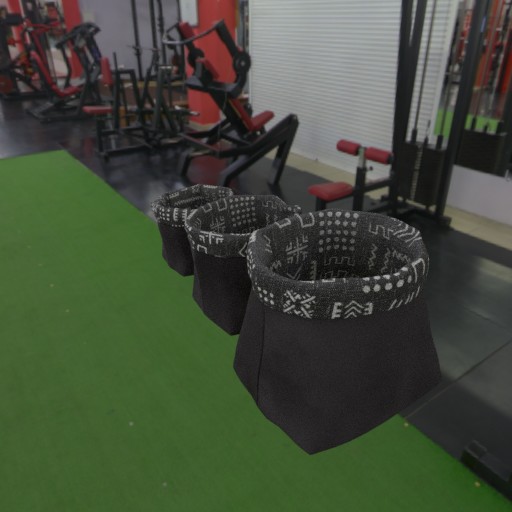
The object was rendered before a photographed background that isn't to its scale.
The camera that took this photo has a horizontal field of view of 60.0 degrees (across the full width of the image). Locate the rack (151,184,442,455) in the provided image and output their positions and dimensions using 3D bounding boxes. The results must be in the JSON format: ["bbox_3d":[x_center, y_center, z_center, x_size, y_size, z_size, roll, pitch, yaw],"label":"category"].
[{"bbox_3d":[0.000,0.000,1.100,0.379,0.323,0.905,-17,32,-29],"label":"rack"}]
